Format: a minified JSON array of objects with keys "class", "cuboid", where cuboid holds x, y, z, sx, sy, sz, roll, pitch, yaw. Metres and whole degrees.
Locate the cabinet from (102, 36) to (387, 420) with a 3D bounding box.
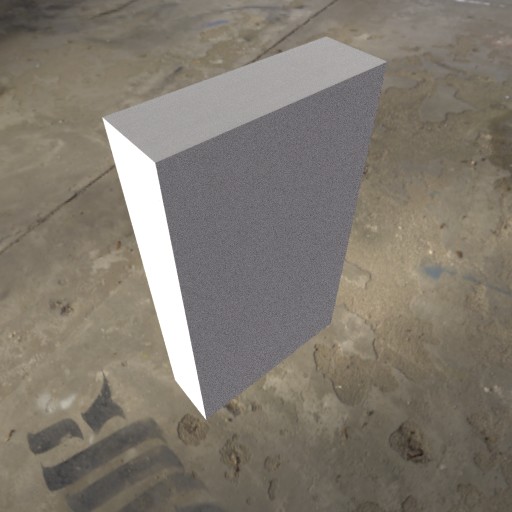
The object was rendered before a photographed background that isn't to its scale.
[{"class":"cabinet","cuboid":[0.000,0.000,1.608,0.750,1.280,0.250,-31,54,-26]}]
